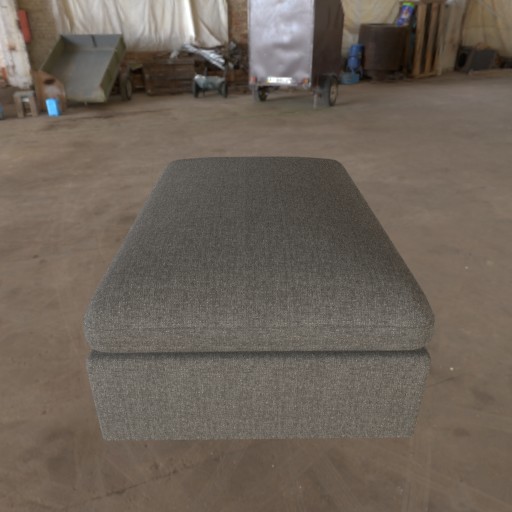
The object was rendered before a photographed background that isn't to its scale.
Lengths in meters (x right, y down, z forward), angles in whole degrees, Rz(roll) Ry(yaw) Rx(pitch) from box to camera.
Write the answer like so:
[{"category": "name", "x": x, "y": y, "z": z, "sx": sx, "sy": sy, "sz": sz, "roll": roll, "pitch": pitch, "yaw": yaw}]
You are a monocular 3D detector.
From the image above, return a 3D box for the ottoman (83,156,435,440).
[{"category": "ottoman", "x": 0.000, "y": 0.000, "z": 1.364, "sx": 0.711, "sy": 0.483, "sz": 1.041, "roll": 0, "pitch": 28, "yaw": -1}]
